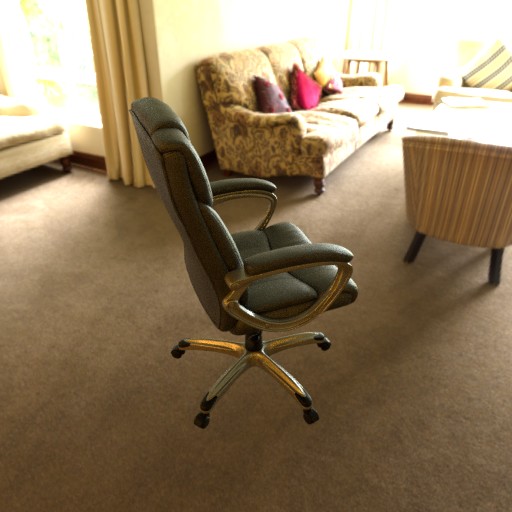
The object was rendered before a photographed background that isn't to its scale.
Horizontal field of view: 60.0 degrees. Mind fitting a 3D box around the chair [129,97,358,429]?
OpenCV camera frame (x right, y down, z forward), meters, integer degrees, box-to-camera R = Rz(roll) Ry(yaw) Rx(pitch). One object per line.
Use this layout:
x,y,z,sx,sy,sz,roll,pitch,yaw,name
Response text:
0.000,0.000,1.630,0.719,1.130,0.721,-11,33,-17,chair
